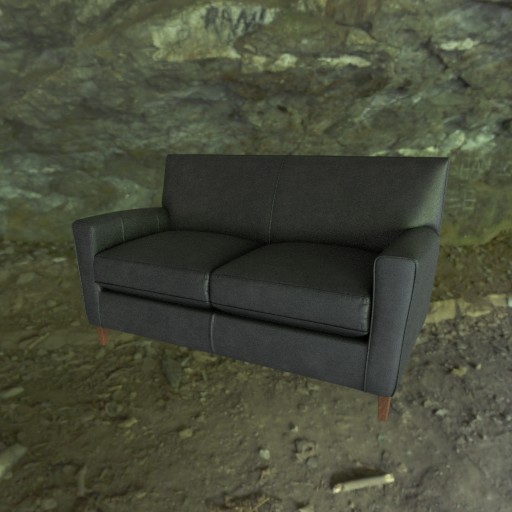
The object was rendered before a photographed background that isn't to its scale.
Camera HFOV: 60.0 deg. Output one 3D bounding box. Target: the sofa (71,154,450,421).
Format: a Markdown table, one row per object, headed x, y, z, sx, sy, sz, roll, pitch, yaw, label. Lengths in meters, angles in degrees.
| x | y | z | sx | sy | sz | roll | pitch | yaw | label |
| --- | --- | --- | --- | --- | --- | --- | --- | --- | --- |
| 0.000 | 0.000 | 1.990 | 1.473 | 0.871 | 0.787 | 7 | 16 | 26 | sofa |
